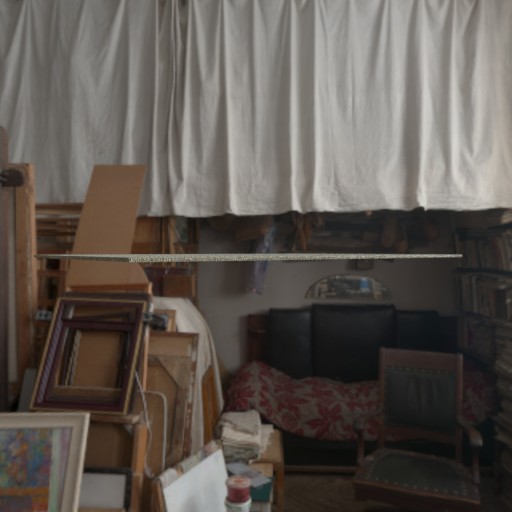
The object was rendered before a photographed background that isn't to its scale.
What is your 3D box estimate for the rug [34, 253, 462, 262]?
[{"bbox_3d":[0.000,0.000,2.838,2.297,0.018,1.532,0,1,-38],"label":"rug"}]
